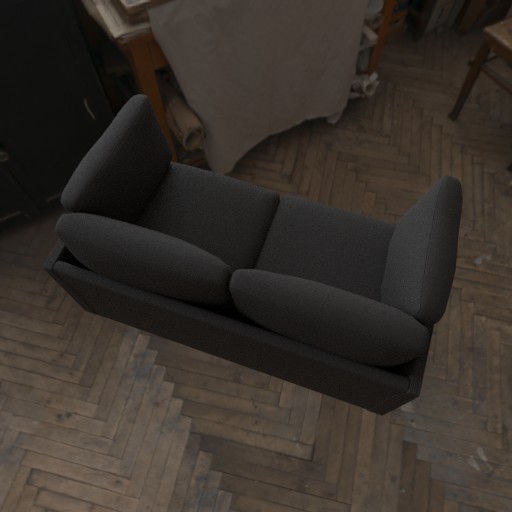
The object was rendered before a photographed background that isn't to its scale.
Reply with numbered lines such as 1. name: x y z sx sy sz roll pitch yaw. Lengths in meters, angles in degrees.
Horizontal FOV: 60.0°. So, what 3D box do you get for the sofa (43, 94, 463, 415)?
1. sofa: 0.000 0.000 2.273 1.751 0.920 0.969 17 64 9
